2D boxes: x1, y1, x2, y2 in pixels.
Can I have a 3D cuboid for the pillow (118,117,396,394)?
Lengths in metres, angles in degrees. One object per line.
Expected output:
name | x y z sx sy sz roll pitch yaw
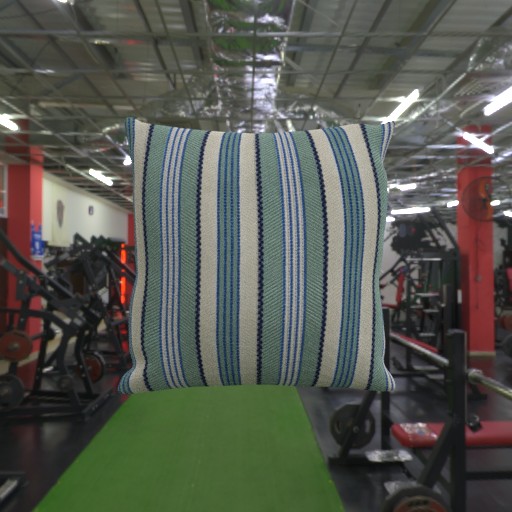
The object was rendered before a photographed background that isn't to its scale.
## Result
pillow | 0.000 0.000 0.698 0.440 0.441 0.182 0 -1 1
